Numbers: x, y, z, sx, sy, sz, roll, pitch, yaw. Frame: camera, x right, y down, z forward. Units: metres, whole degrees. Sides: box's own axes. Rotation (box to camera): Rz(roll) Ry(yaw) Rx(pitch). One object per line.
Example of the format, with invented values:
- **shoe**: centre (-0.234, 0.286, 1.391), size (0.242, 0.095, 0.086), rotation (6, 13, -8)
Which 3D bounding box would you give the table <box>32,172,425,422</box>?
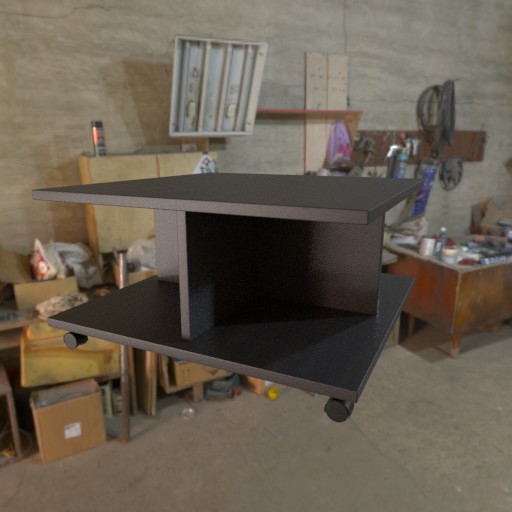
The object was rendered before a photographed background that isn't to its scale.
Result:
- **table**: centre (0.000, 0.000, 1.222), size (0.762, 0.396, 0.762), rotation (7, 15, 25)
